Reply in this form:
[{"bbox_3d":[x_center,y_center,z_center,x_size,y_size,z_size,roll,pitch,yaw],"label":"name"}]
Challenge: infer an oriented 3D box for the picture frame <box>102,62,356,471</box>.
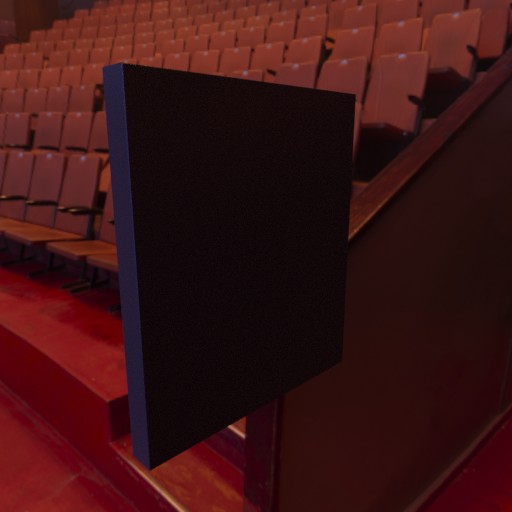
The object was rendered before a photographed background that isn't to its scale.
[{"bbox_3d":[0.000,0.000,0.517,0.328,0.378,0.034,-13,19,-43],"label":"picture frame"}]
